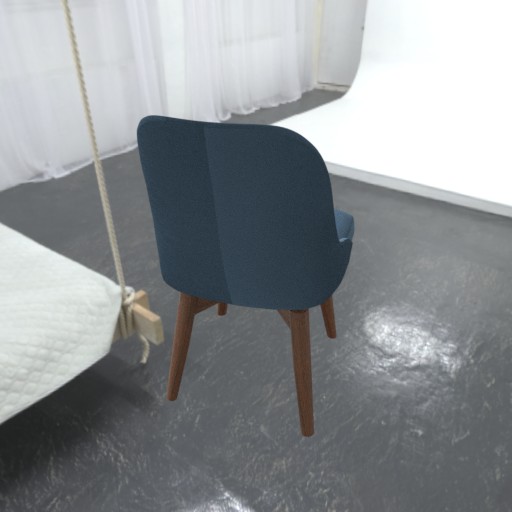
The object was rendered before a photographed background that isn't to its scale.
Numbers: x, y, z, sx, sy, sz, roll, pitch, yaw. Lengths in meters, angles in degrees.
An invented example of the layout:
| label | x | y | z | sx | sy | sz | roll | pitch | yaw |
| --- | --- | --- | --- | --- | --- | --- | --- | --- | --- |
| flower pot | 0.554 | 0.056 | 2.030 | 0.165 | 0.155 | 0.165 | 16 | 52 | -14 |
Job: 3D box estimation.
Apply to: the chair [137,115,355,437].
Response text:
| label | x | y | z | sx | sy | sz | roll | pitch | yaw |
| --- | --- | --- | --- | --- | --- | --- | --- | --- | --- |
| chair | 0.000 | 0.000 | 1.229 | 0.503 | 0.882 | 0.589 | 9 | 33 | 15 |
